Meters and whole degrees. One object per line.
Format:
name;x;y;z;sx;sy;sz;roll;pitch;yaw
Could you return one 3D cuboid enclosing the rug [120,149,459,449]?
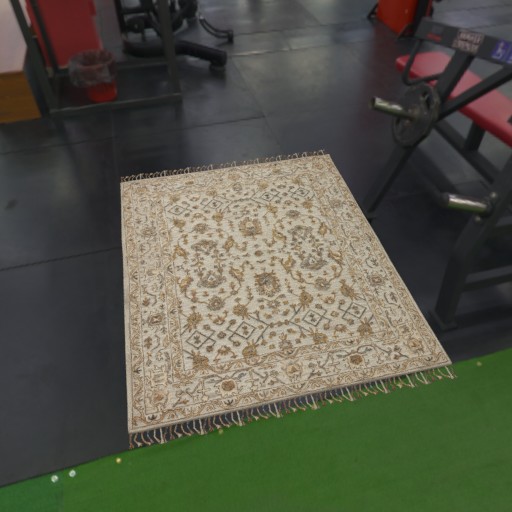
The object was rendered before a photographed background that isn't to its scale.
rug;0.000;0.000;4.118;2.426;0.034;3.061;-9;48;-9
